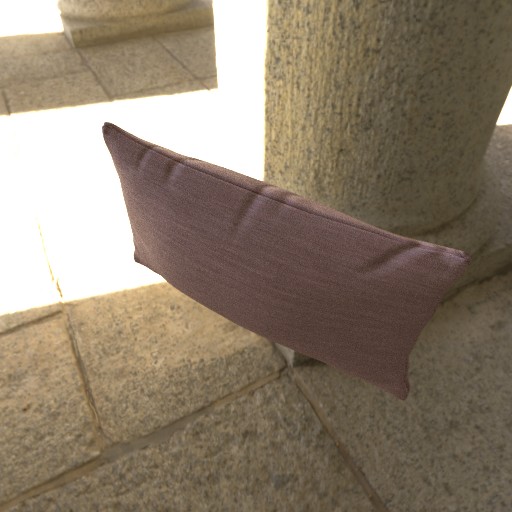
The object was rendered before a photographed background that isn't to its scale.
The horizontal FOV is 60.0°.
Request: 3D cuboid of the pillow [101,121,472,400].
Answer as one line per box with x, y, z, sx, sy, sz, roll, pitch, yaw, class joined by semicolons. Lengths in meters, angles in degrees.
0.000;0.000;0.775;0.633;0.338;0.210;24;49;23;pillow
